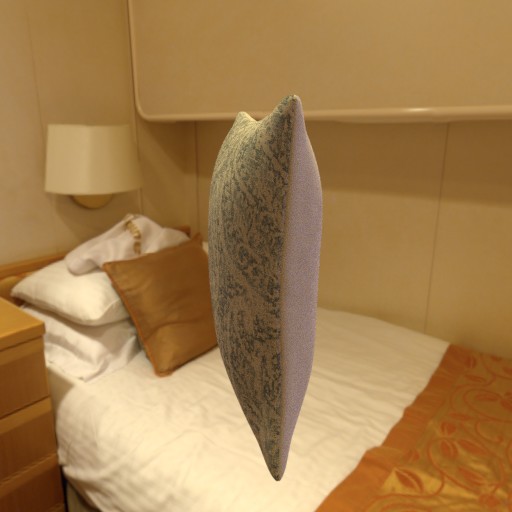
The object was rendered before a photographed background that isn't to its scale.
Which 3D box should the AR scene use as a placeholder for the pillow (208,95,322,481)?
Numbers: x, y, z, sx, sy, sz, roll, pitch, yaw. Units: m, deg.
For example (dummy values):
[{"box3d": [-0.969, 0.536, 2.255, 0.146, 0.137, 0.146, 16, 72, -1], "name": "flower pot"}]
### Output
[{"box3d": [0.000, 0.000, 0.794, 0.166, 0.510, 0.523, -2, 16, -8], "name": "pillow"}]
